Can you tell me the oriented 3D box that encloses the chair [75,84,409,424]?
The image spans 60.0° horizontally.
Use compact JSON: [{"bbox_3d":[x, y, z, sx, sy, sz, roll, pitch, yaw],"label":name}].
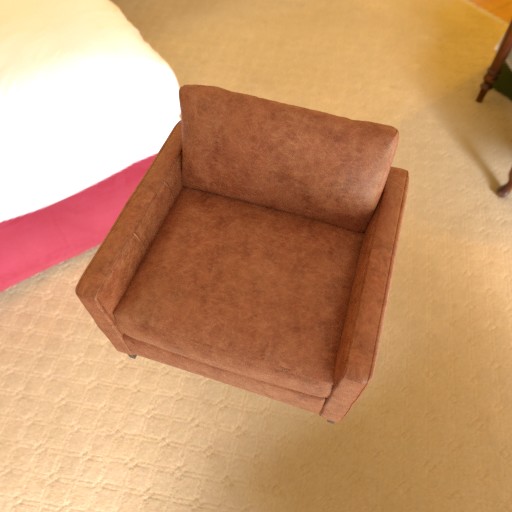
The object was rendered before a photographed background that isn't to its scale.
[{"bbox_3d":[0.000,0.000,1.665,0.967,0.869,0.862,15,58,10],"label":"chair"}]
